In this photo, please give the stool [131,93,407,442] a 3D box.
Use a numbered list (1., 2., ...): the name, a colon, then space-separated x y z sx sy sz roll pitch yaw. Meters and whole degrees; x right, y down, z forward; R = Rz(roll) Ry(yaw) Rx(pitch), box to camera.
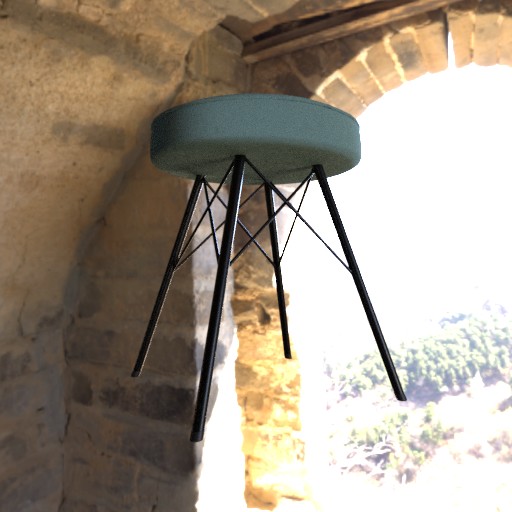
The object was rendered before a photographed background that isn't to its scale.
1. stool: 0.000 0.000 0.877 0.458 0.519 0.457 0 -1 -19
